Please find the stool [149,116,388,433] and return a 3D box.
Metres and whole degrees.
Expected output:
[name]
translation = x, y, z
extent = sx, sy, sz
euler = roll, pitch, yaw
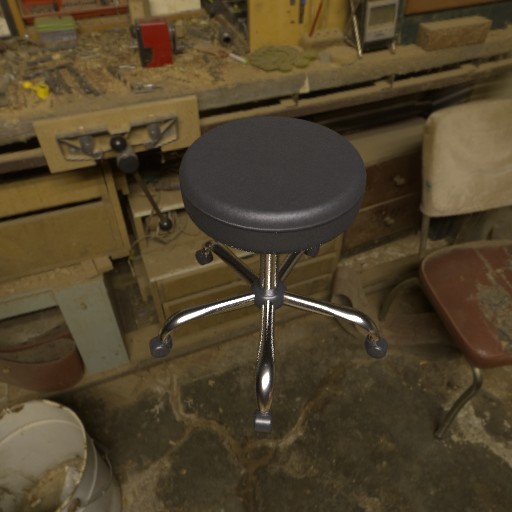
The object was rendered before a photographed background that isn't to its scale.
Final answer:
[stool]
translation = 0.000, 0.000, 1.142
extent = 0.638, 0.576, 0.673
euler = -14, 47, -14
